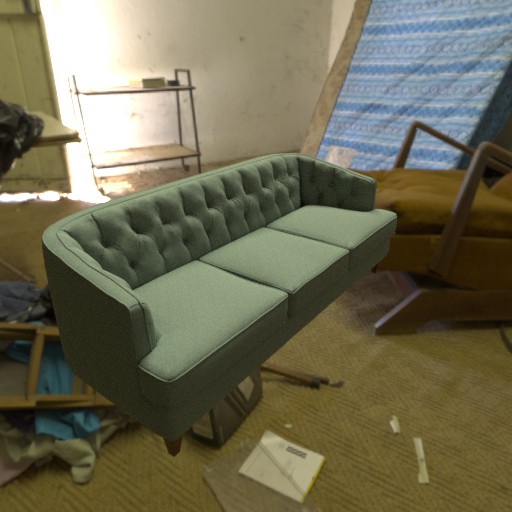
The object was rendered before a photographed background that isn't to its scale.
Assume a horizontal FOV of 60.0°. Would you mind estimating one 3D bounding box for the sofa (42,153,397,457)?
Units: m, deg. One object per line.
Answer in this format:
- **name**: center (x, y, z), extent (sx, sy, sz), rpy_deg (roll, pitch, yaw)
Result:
- **sofa**: center (0.000, 0.000, 2.650), extent (0.941, 0.855, 2.278), rpy_deg (17, 30, 33)
